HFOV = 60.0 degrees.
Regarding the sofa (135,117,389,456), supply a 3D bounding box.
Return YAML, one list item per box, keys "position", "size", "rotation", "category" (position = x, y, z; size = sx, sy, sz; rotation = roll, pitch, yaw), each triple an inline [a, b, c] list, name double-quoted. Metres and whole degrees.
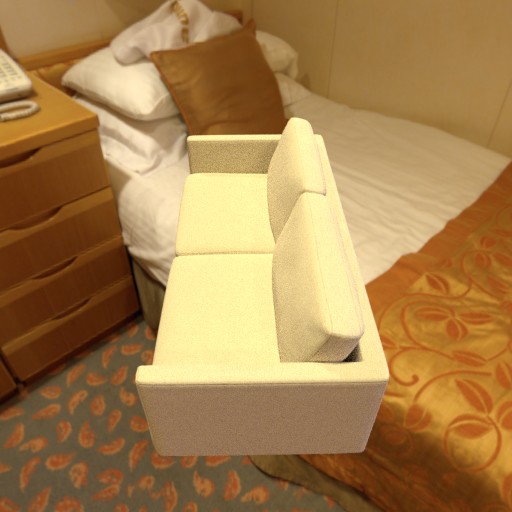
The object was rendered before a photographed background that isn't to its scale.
- position: [0.000, 0.000, 2.495]
  size: [0.965, 0.889, 1.981]
  rotation: [-1, 41, -1]
  category: "sofa"
